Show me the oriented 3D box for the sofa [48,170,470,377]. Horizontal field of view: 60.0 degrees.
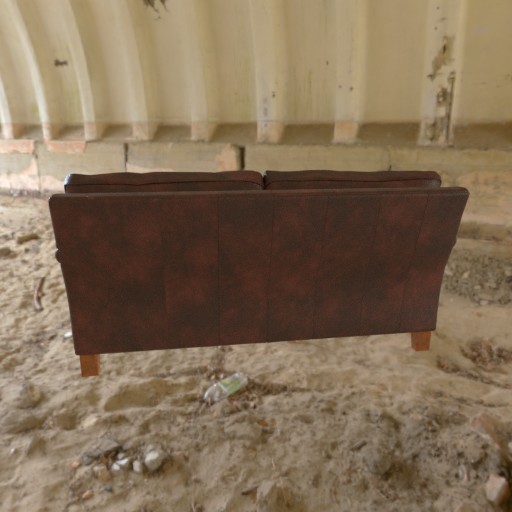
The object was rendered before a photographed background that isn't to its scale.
[{"bbox_3d":[0.000,0.000,2.742,2.144,1.071,1.147,-2,15,-9],"label":"sofa"}]
